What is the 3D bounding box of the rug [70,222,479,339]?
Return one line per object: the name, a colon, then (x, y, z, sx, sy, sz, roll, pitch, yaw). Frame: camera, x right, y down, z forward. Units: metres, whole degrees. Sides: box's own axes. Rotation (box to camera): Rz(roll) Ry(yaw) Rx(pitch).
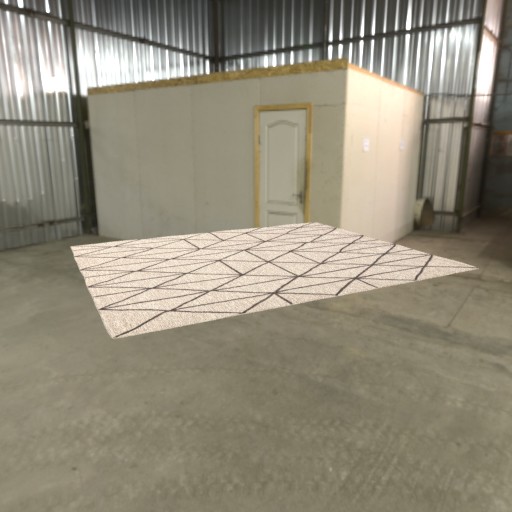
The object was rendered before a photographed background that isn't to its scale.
rug: (0.000, 0.000, 4.170, 3.061, 0.022, 2.468, -7, 16, -26)
